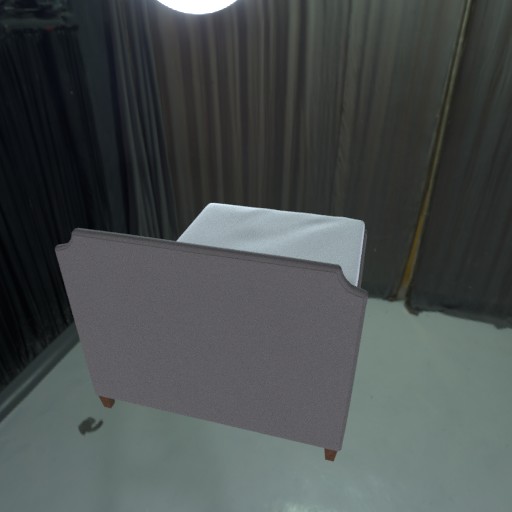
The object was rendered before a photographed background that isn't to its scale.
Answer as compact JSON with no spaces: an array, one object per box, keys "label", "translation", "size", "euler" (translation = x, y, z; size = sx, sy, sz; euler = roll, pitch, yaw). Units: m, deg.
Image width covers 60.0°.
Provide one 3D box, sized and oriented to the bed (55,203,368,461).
[{"label":"bed","translation":[0.000,0.000,3.526],"size":[1.713,1.443,2.372],"euler":[8,32,13]}]
